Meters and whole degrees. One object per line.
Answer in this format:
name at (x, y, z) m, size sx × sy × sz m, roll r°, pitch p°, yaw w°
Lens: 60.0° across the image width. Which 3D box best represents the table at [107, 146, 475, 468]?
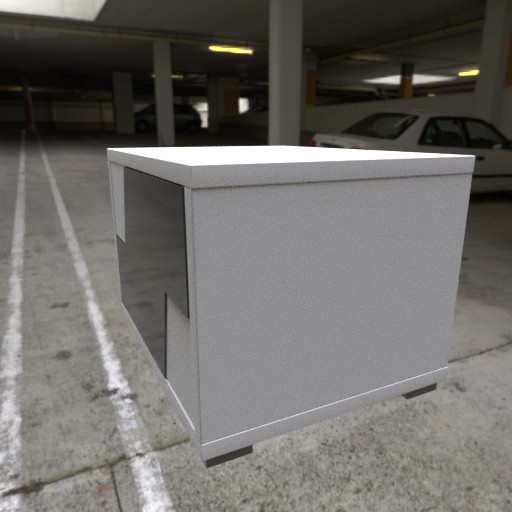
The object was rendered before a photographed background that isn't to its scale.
table at (0.000, 0.000, 0.777) m, size 0.399 × 0.357 × 0.517 m, roll -8°, pitch 17°, yaw -25°
